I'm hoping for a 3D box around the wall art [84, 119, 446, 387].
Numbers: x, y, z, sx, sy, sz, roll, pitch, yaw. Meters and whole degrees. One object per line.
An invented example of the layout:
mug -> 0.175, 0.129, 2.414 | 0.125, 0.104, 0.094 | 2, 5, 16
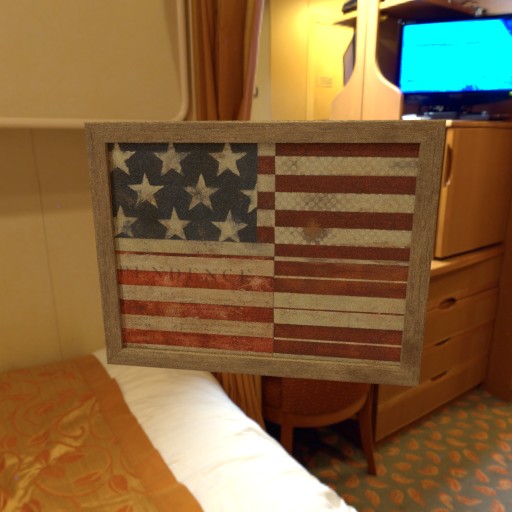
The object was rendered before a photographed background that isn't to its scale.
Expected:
wall art -> 0.000, 0.000, 0.917 | 0.690, 0.535, 0.026 | 2, 15, 8
